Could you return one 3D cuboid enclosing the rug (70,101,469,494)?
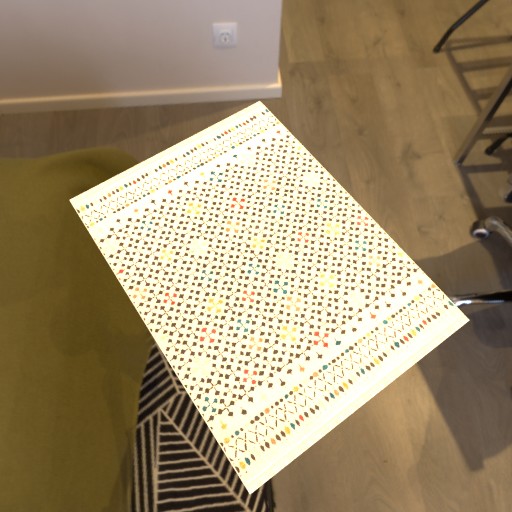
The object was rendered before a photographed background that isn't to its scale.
[{"bbox_3d":[0.000,0.000,2.040,1.146,0.006,1.556,-32,68,-15],"label":"rug"}]
